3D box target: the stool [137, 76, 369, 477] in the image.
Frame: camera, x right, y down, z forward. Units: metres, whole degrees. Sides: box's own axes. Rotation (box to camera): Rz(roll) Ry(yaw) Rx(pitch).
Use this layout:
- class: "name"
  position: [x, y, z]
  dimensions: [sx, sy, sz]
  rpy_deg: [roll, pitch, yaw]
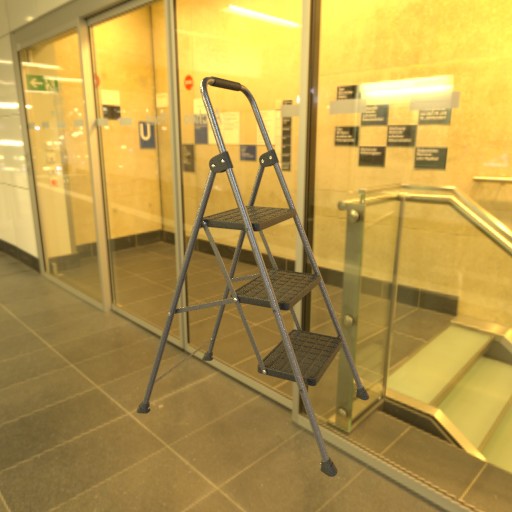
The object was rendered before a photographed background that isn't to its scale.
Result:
- class: "stool"
  position: [0.000, 0.000, 1.488]
  dimensions: [0.733, 1.121, 0.473]
  rpy_deg: [7, 16, 25]
